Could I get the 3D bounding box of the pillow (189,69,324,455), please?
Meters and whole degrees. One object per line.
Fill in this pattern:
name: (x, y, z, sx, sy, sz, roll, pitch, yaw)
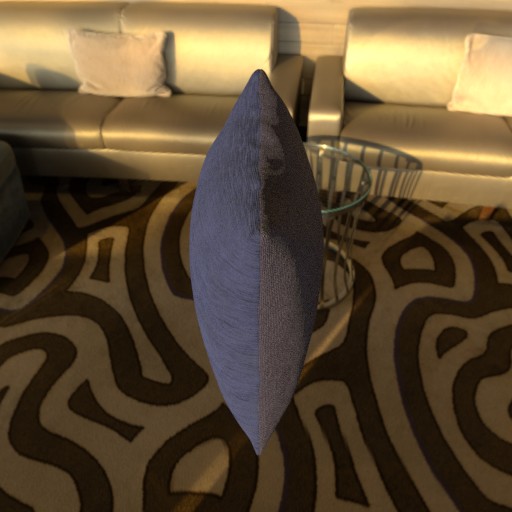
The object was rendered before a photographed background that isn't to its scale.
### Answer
pillow: (0.000, 0.000, 0.713, 0.204, 0.439, 0.452, 0, 41, 0)
